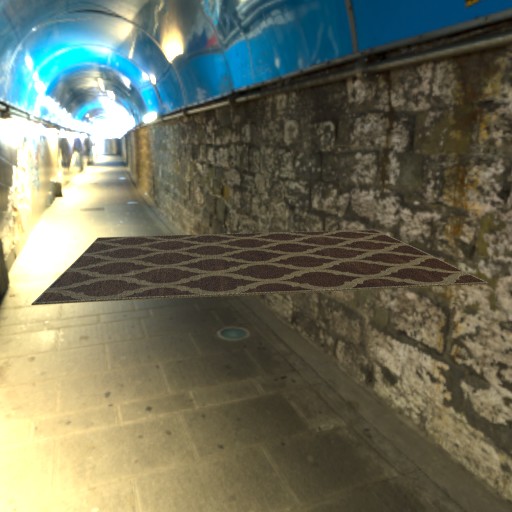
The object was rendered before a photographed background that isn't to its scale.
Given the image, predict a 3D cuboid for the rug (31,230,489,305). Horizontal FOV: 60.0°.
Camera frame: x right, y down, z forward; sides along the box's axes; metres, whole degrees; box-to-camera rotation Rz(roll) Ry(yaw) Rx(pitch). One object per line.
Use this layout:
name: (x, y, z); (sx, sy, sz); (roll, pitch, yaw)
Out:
rug: (0.000, 0.000, 2.899); (2.284, 0.008, 1.522); (-2, 14, -8)
